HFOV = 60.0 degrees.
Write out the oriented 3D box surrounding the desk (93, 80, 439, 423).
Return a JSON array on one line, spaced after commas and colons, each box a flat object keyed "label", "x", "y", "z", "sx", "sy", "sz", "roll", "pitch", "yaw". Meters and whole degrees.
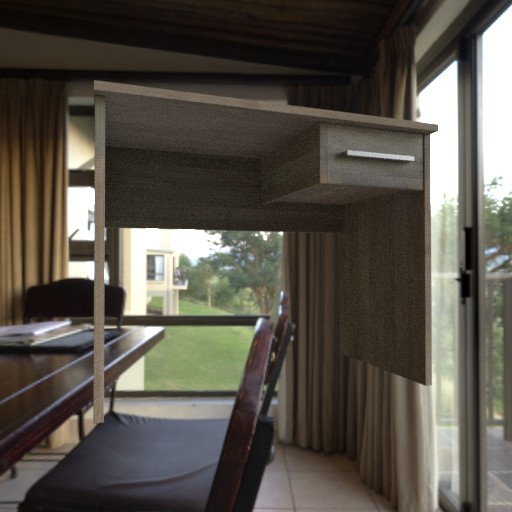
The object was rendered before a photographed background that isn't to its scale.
[{"label": "desk", "x": 0.000, "y": 0.000, "z": 1.303, "sx": 0.893, "sy": 0.724, "sz": 0.498, "roll": 0, "pitch": -1, "yaw": -19}]
